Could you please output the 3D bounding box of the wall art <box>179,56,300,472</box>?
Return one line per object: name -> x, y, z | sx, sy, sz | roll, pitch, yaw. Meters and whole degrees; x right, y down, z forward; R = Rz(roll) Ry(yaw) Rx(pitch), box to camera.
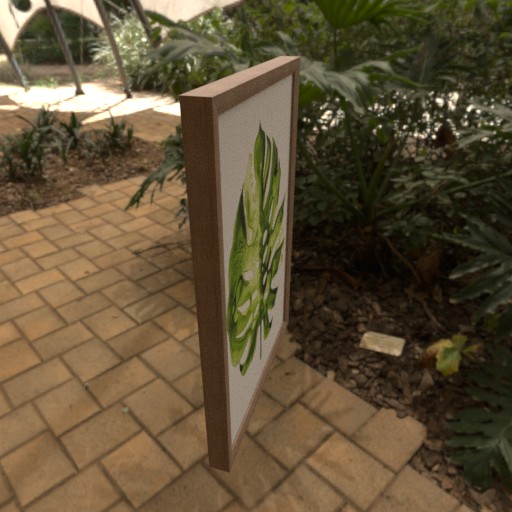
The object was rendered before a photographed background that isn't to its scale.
wall art -> 0.000, 0.000, 0.654 | 0.031, 0.509, 0.356 | 9, 31, 15
